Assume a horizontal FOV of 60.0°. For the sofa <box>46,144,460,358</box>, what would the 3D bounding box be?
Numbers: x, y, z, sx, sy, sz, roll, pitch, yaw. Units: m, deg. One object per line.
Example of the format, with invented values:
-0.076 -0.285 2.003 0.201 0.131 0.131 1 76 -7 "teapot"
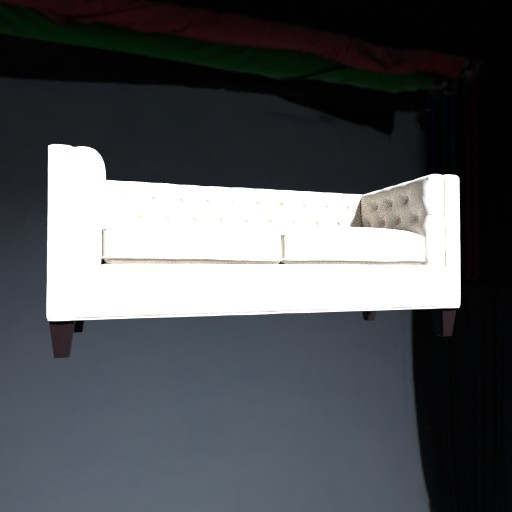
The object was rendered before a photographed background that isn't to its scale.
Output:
0.000 0.000 2.176 1.778 0.762 0.775 1 -2 -18 "sofa"
